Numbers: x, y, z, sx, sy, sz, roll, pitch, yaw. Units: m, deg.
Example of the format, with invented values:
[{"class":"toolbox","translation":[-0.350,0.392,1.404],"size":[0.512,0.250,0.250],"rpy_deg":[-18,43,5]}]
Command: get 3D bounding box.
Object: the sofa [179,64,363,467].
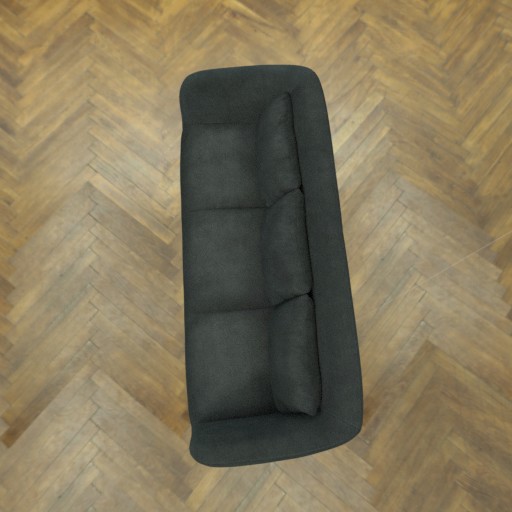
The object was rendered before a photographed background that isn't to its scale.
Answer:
[{"class":"sofa","translation":[0.000,0.000,2.770],"size":[0.956,0.875,2.296],"rpy_deg":[-4,75,-1]}]
